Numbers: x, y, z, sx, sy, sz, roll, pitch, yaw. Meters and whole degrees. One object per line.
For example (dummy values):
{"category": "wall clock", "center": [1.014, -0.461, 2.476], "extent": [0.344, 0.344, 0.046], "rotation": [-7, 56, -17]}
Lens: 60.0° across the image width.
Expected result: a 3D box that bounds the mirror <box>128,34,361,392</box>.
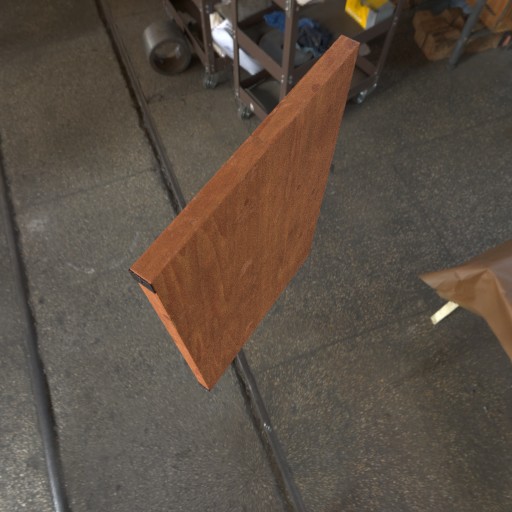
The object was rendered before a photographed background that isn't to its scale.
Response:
{"category": "mirror", "center": [0.000, 0.000, 0.967], "extent": [0.053, 0.761, 0.517], "rotation": [32, 68, 15]}
